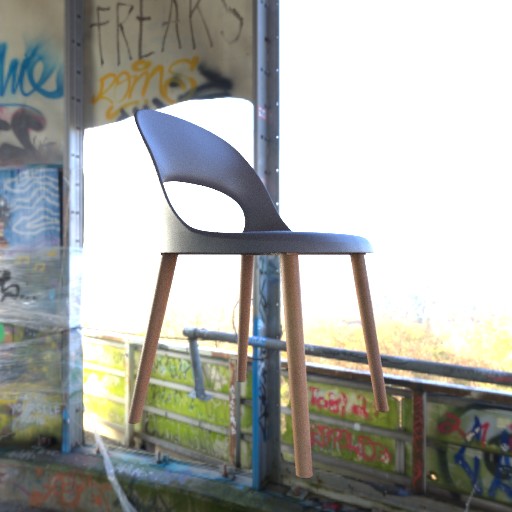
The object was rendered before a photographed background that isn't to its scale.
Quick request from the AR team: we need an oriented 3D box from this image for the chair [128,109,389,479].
[{"bbox_3d":[0.000,0.000,1.111,0.556,0.795,0.470,0,0,35],"label":"chair"}]
